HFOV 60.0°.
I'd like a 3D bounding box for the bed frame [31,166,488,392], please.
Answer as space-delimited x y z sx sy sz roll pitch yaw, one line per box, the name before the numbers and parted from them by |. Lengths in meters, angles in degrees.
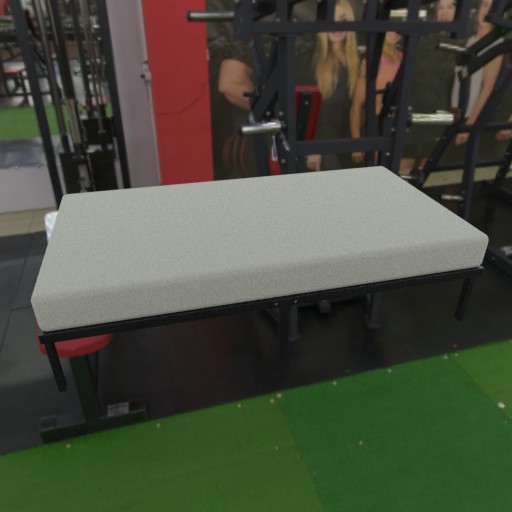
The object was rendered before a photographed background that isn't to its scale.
bed frame | 0.000 0.000 3.152 2.635 0.680 1.393 -7 31 -12
